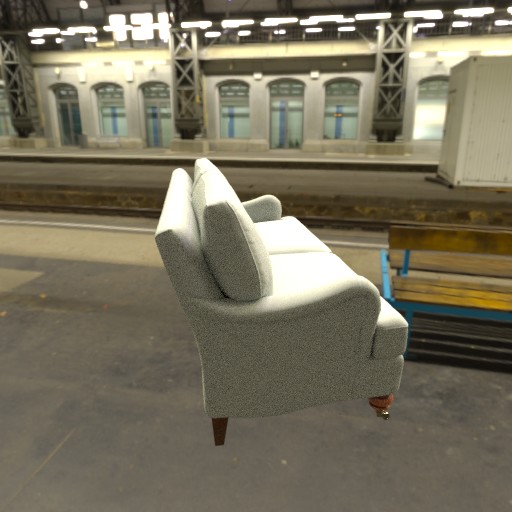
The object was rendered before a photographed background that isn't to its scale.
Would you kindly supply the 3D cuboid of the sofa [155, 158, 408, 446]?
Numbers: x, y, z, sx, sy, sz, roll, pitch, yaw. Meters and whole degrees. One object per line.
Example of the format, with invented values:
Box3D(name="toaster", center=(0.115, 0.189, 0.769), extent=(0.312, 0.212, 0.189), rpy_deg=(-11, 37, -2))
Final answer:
Box3D(name="sofa", center=(0.000, 0.000, 2.821), extent=(1.069, 1.096, 2.193), rpy_deg=(-2, 17, -8))
